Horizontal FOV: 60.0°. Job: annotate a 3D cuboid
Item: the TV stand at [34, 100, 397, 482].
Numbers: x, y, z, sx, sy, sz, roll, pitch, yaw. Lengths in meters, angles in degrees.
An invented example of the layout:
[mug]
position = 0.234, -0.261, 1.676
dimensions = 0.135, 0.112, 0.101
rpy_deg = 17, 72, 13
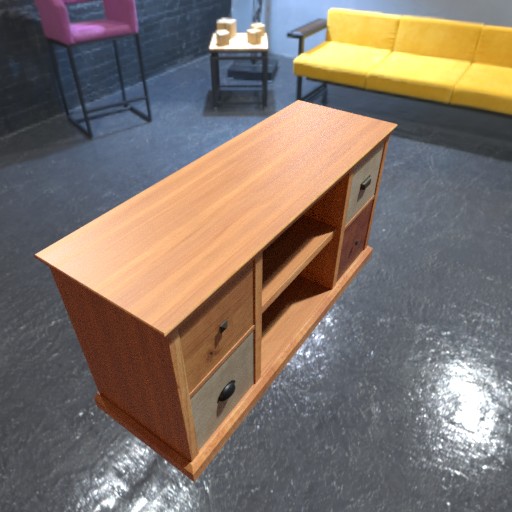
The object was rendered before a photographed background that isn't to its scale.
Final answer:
[TV stand]
position = 0.000, 0.000, 1.482
dimensions = 0.417, 0.607, 1.181
rpy_deg = 24, 45, 26
